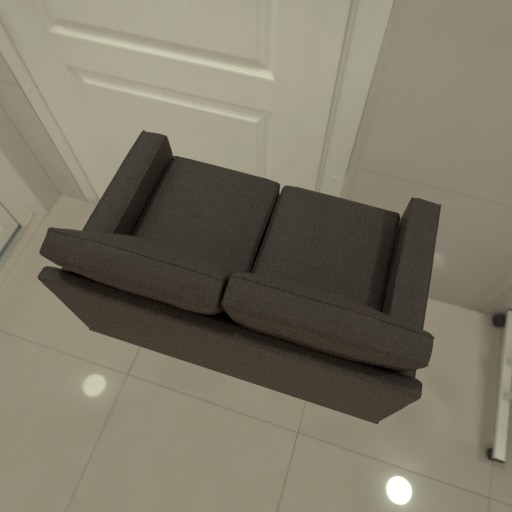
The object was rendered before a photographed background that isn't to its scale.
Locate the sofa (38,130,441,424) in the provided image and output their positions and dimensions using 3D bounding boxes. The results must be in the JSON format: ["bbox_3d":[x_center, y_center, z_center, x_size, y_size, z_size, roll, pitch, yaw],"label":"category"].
[{"bbox_3d":[0.000,0.000,2.083,1.534,0.887,0.974,16,63,8],"label":"sofa"}]
